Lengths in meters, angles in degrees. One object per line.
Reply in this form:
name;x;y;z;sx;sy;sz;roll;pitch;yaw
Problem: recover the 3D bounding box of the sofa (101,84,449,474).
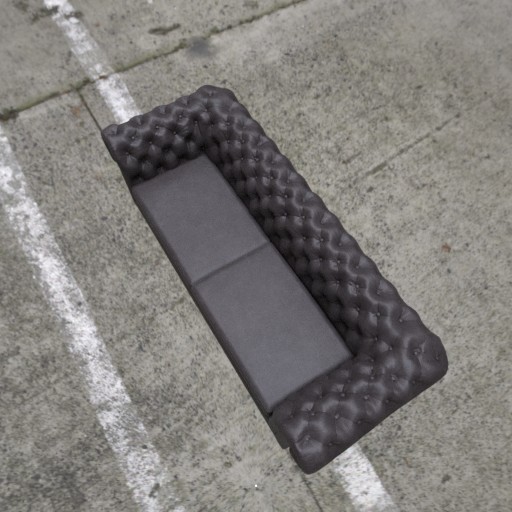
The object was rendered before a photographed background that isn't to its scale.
sofa;0.000;0.000;2.799;0.944;0.783;2.385;-29;66;-14
